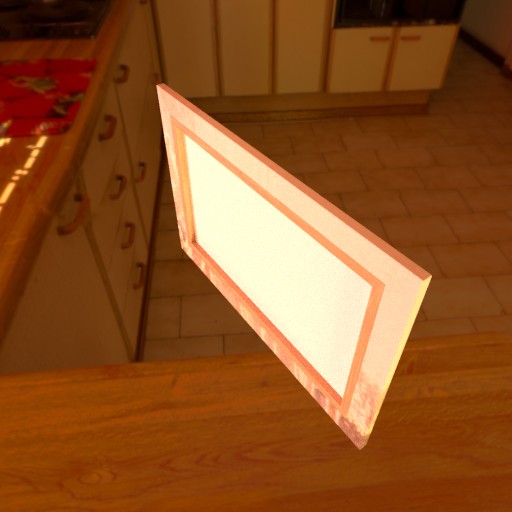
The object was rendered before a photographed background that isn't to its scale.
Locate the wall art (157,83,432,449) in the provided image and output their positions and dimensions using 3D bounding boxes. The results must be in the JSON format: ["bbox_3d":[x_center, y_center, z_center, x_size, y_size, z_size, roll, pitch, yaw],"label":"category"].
[{"bbox_3d":[0.000,0.000,1.940,0.038,1.012,1.525,-26,49,-25],"label":"wall art"}]
